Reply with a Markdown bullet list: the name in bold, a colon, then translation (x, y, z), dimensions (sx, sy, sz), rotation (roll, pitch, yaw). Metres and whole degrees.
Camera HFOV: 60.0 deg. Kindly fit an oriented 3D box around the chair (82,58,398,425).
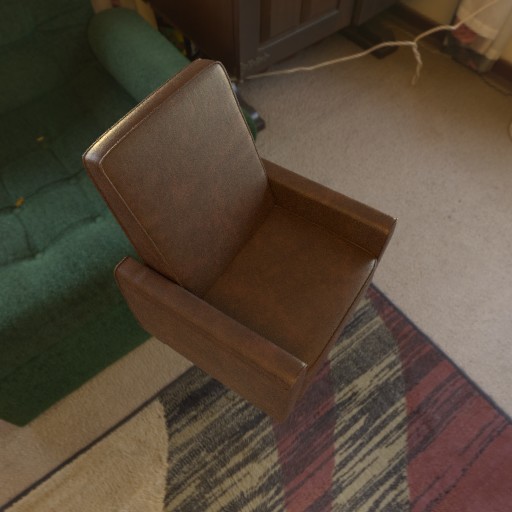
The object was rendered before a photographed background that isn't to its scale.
- **chair**: translation (0.000, 0.000, 1.534), dimensions (0.746, 1.013, 0.705), rotation (30, 63, 17)
